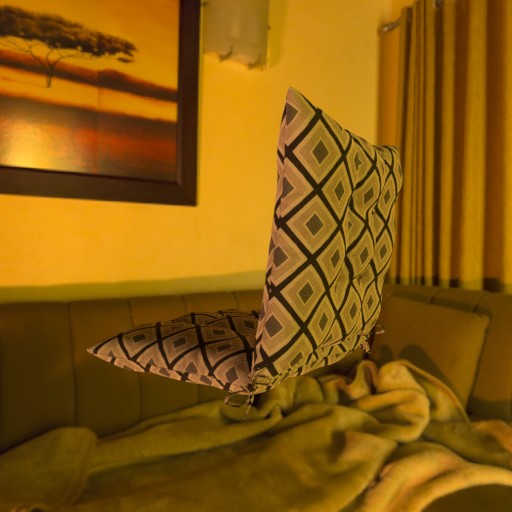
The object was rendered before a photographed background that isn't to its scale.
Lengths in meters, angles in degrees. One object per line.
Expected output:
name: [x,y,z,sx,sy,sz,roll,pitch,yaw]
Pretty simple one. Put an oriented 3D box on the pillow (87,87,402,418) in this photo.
pillow: [0.000,0.000,1.029,0.585,0.536,0.541,1,2,36]
